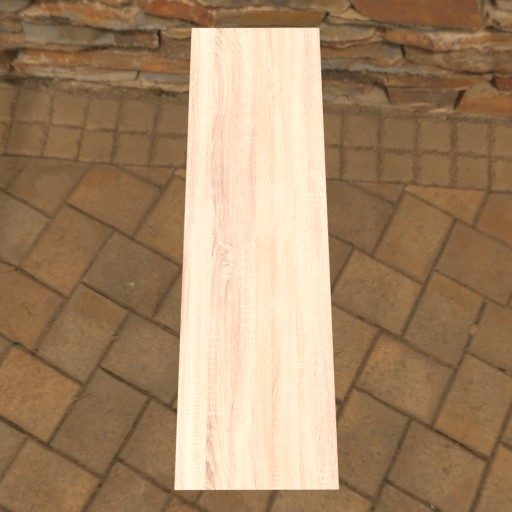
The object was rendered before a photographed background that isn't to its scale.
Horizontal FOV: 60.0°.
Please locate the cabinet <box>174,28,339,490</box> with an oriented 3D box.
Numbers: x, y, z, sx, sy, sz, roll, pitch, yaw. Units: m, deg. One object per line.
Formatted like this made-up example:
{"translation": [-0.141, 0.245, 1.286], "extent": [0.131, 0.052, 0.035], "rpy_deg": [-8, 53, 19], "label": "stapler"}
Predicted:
{"translation": [0.000, 0.000, 1.919], "extent": [0.500, 0.780, 1.650], "rpy_deg": [0, 76, 0], "label": "cabinet"}
